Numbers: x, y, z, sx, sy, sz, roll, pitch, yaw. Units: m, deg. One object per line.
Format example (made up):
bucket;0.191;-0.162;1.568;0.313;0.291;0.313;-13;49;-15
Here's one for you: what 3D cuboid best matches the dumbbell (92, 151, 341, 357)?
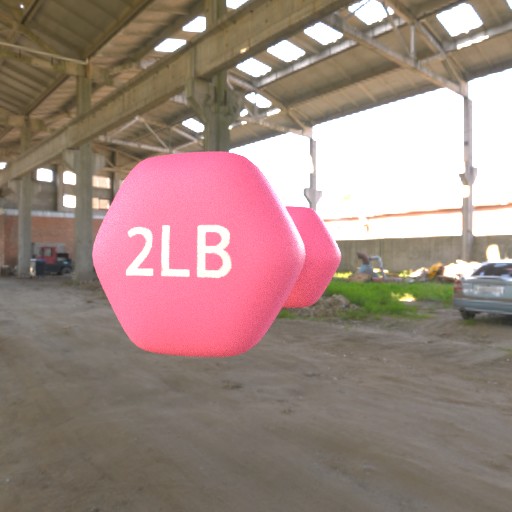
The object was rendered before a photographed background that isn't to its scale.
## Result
dumbbell;0.000;0.000;0.176;0.058;0.053;0.146;0;0;16
